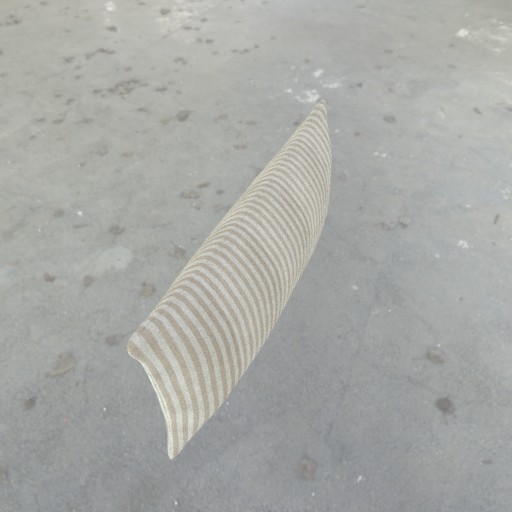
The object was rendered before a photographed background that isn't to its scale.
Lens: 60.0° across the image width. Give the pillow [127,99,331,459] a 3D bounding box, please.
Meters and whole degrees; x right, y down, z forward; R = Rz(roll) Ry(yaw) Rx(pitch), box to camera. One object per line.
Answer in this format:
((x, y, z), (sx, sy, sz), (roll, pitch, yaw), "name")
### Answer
((0.000, 0.000, 0.745), (0.151, 0.295, 0.617), (18, 47, 17), "pillow")
